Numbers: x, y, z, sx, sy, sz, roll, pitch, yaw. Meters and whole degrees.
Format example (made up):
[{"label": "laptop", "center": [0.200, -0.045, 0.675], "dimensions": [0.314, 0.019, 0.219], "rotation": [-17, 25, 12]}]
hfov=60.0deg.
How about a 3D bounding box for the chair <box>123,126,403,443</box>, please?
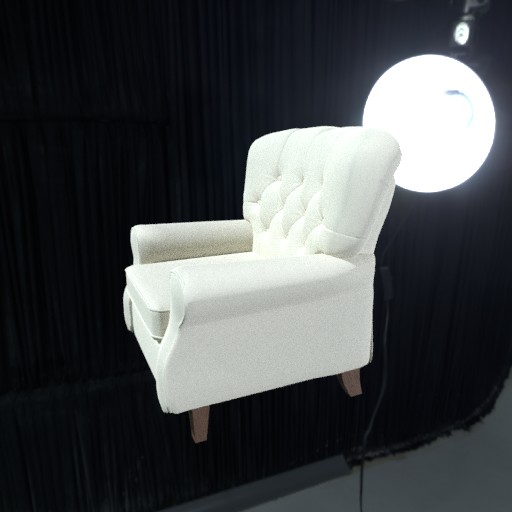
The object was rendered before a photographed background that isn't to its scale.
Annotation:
[{"label": "chair", "center": [0.000, 0.000, 2.063], "dimensions": [1.132, 1.169, 1.035], "rotation": [-7, 17, -24]}]
